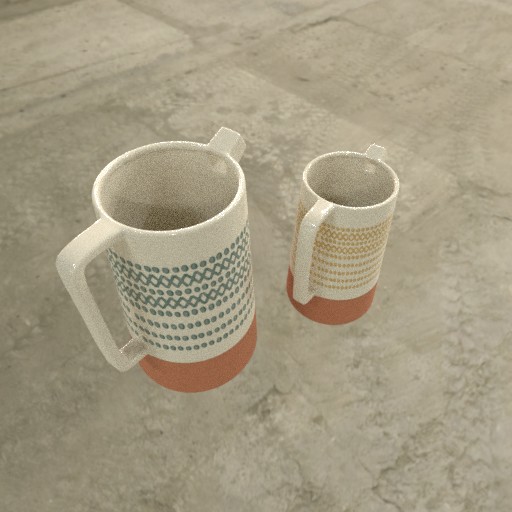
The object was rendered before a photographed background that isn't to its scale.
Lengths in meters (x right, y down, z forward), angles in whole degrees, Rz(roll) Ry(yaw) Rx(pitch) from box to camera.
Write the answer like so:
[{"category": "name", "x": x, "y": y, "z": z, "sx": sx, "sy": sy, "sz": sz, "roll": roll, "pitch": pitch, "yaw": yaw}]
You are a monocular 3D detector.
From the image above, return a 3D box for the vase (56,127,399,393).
[{"category": "vase", "x": 0.000, "y": 0.000, "z": 0.460, "sx": 0.326, "sy": 0.247, "sz": 0.168, "roll": -9, "pitch": 47, "yaw": -9}]
